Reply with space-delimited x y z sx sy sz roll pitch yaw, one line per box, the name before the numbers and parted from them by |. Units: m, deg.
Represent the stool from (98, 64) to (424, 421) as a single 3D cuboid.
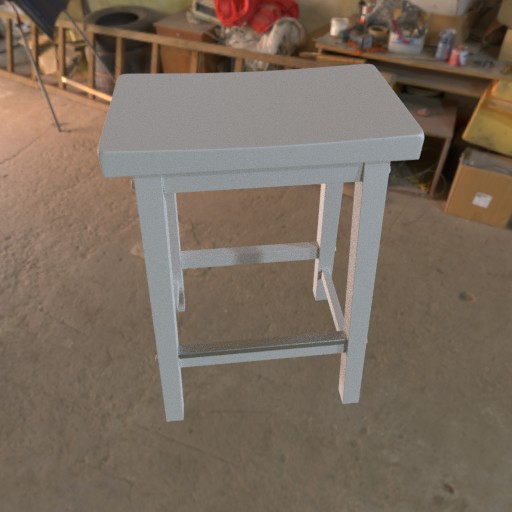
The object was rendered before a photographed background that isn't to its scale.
stool | 0.000 0.000 0.834 0.406 0.610 0.322 -4 45 -4
